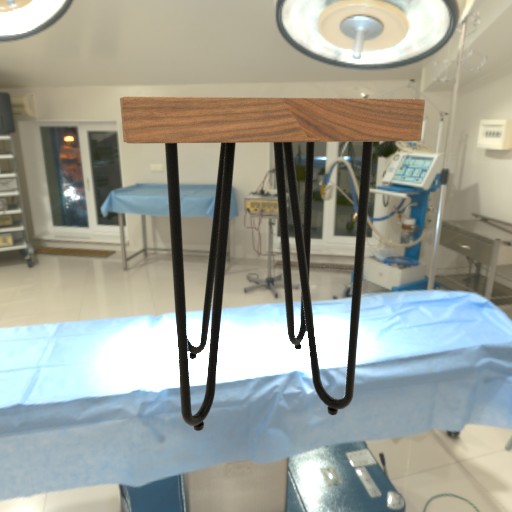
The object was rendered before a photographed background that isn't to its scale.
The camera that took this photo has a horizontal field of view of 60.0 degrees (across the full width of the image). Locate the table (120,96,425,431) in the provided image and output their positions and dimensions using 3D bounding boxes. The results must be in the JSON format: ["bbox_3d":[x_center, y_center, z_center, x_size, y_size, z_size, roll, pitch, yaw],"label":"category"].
[{"bbox_3d":[0.000,0.000,0.983,0.479,0.641,0.480,-3,17,-10],"label":"table"}]
